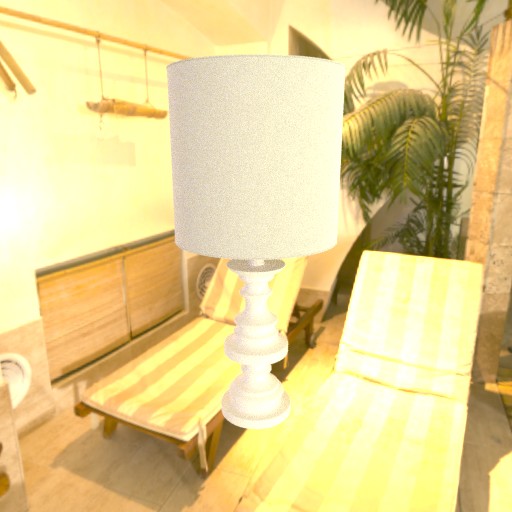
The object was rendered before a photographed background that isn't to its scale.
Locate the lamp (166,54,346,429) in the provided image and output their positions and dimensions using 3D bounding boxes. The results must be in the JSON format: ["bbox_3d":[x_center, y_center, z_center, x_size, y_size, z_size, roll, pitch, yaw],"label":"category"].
[{"bbox_3d":[0.000,0.000,0.583,0.208,0.455,0.208,7,17,25],"label":"lamp"}]
